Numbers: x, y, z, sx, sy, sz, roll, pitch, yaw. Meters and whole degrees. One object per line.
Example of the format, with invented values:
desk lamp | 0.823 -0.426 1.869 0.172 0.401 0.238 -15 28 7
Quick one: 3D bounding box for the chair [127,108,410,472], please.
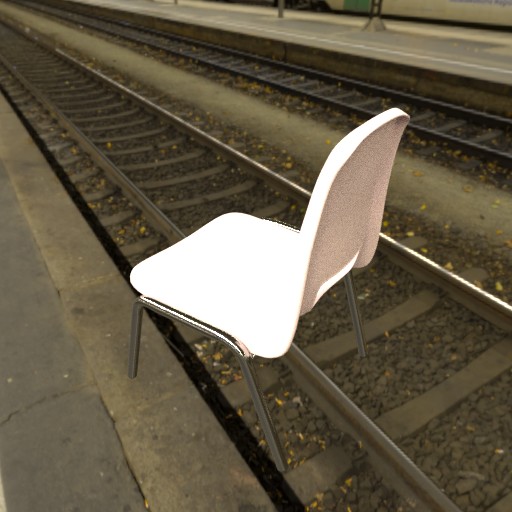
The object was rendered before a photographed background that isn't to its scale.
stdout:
chair | 0.000 0.000 0.765 0.385 0.537 0.354 22 39 30
